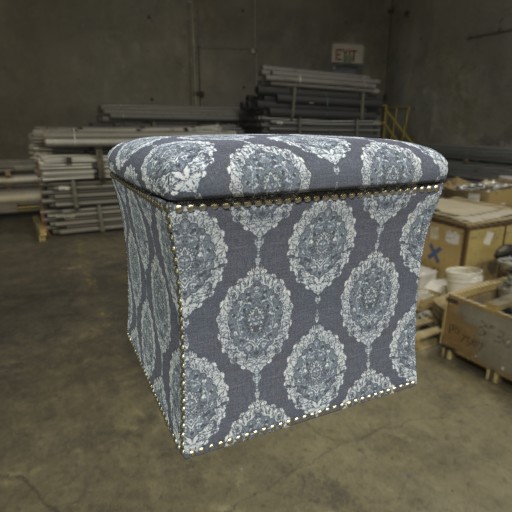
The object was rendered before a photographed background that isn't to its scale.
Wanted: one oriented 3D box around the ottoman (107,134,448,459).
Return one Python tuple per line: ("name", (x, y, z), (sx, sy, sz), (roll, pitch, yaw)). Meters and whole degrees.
("ottoman", (0.000, 0.000, 0.895), (0.497, 0.475, 0.507), (-8, 18, -24))
